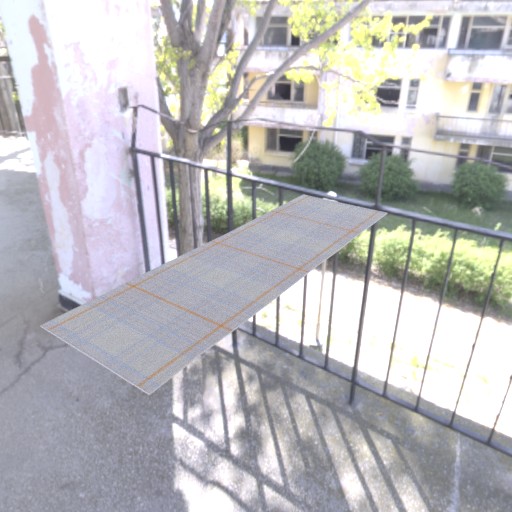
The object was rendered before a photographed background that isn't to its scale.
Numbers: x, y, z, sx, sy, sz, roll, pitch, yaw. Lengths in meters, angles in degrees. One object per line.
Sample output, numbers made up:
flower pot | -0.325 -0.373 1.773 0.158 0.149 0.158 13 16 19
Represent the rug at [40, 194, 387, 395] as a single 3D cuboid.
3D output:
rug | 0.000 0.000 2.795 0.770 0.016 2.442 18 31 32
